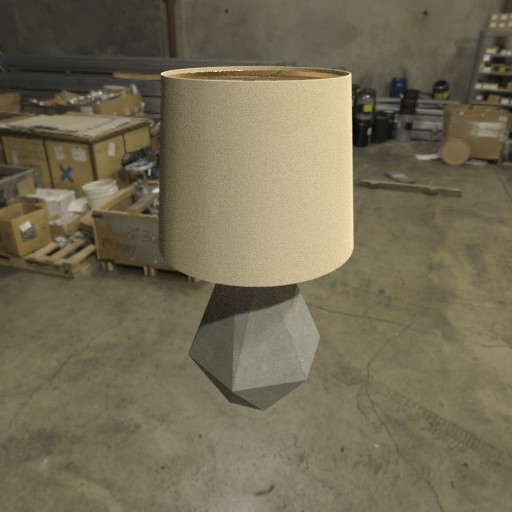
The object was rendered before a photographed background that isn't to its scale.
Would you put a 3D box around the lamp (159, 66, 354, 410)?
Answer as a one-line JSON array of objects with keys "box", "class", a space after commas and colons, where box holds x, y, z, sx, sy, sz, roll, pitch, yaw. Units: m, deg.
[{"box": [0.000, 0.000, 0.653, 0.276, 0.501, 0.276, 0, 27, 0], "class": "lamp"}]
